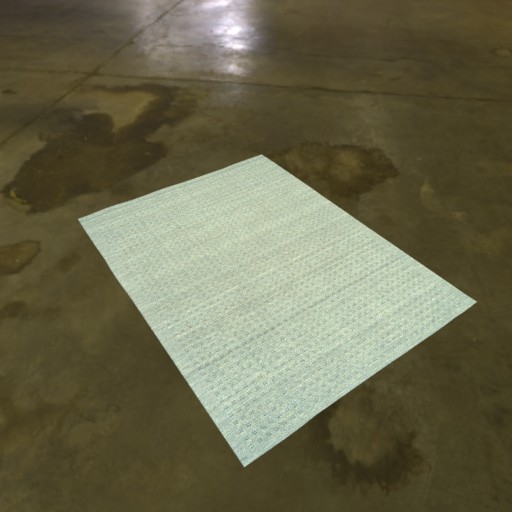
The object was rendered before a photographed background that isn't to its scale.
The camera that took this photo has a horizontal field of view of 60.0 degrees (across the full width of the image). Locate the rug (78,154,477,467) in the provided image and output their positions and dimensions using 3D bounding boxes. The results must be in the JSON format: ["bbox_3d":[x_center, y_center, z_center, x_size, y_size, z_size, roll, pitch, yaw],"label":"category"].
[{"bbox_3d":[0.000,0.000,4.285,2.443,0.007,3.200,-25,47,-26],"label":"rug"}]
